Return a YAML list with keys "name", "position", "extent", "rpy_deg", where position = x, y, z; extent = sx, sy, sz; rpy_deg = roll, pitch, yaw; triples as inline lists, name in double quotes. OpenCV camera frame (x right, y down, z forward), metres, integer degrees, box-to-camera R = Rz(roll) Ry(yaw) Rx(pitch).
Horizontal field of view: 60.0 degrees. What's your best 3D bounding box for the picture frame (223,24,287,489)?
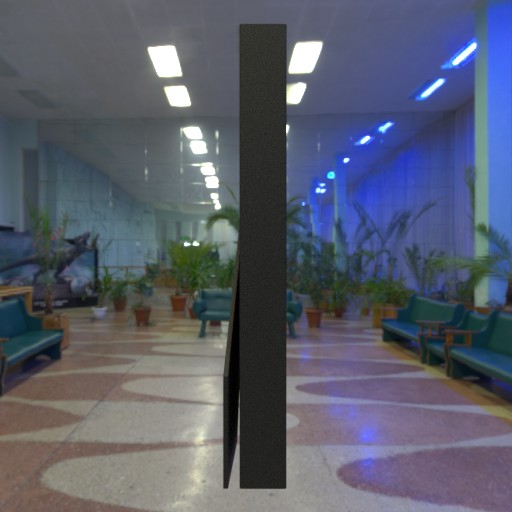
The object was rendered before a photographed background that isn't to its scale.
- name: "picture frame"
  position: [0.000, 0.000, 0.276]
  extent: [0.028, 0.208, 0.157]
  rpy_deg: [0, 0, 0]
